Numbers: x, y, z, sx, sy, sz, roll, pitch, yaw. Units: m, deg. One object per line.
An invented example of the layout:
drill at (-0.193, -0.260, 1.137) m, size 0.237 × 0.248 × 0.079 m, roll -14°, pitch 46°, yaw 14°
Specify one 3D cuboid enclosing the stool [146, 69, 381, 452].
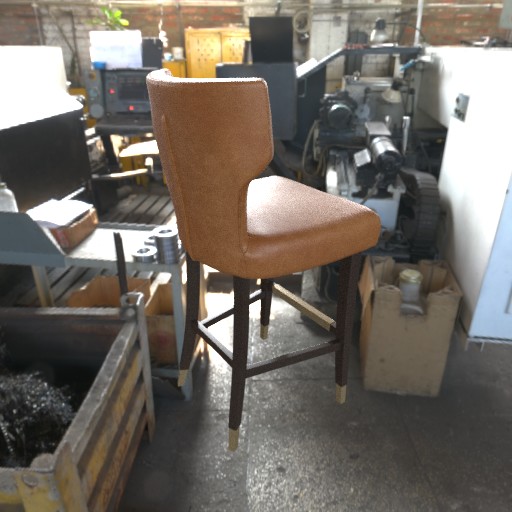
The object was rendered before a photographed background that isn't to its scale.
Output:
stool at (0.000, 0.000, 1.413) m, size 0.563 × 1.092 × 0.526 m, roll -17°, pitch 31°, yaw -32°
